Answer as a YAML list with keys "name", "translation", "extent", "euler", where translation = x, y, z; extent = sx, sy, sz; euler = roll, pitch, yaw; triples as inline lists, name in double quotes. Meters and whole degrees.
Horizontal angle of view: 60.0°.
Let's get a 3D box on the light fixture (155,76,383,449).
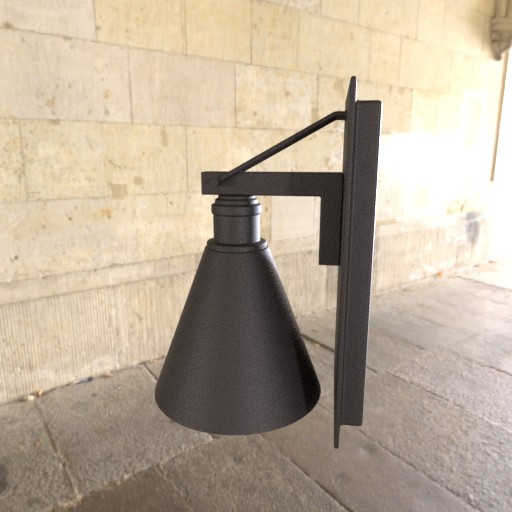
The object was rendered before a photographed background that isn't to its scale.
- name: "light fixture"
  translation: [0.000, 0.000, 0.426]
  extent: [0.207, 0.298, 0.170]
  euler: [2, 13, 9]
